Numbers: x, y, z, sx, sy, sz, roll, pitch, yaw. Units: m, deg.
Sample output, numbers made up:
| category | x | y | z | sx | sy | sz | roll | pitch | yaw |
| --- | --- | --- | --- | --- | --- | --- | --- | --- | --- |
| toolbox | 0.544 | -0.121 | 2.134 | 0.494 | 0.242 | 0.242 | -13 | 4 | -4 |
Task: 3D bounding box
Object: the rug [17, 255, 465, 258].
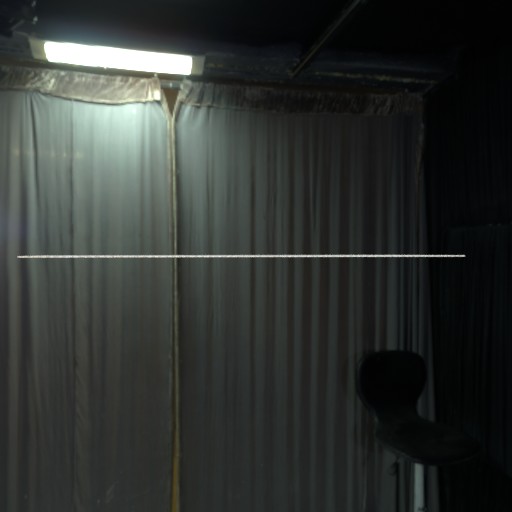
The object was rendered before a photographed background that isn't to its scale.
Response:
| category | x | y | z | sx | sy | sz | roll | pitch | yaw |
| --- | --- | --- | --- | --- | --- | --- | --- | --- | --- |
| rug | 0.000 | 0.000 | 2.483 | 2.277 | 0.008 | 0.676 | 0 | 0 | -18 |
